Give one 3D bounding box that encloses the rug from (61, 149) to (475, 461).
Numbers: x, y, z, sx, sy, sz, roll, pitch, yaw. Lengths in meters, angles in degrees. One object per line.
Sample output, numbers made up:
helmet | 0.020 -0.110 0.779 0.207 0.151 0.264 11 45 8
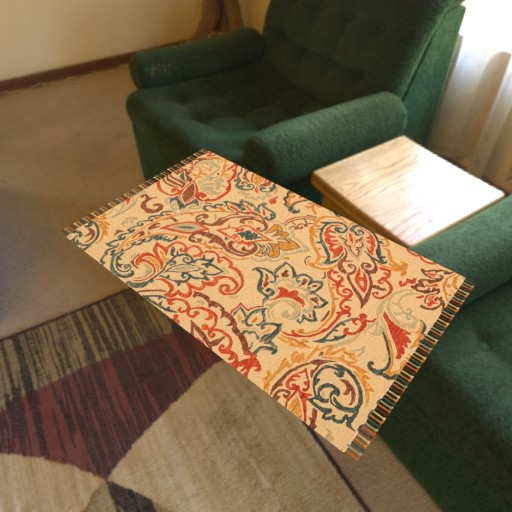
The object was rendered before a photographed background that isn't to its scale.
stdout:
rug | 0.000 0.000 3.156 2.584 0.010 1.523 31 53 27
